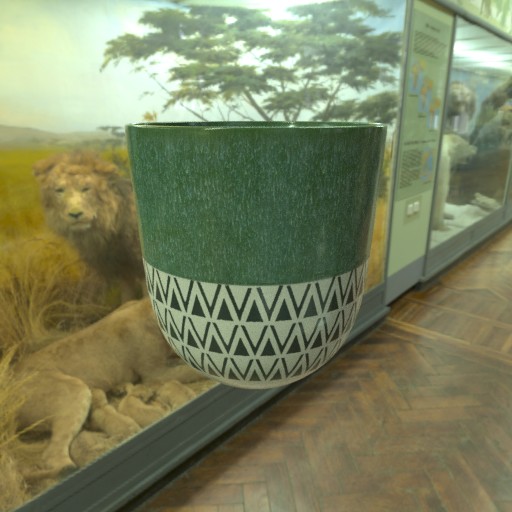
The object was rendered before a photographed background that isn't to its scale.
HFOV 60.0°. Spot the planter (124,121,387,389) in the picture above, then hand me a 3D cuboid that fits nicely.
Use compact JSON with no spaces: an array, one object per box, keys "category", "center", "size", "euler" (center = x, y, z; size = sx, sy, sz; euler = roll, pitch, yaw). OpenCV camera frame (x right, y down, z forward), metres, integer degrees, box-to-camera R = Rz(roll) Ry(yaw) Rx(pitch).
[{"category":"planter","center":[0.000,0.000,0.373],"size":[0.195,0.214,0.195],"euler":[0,18,0]}]
